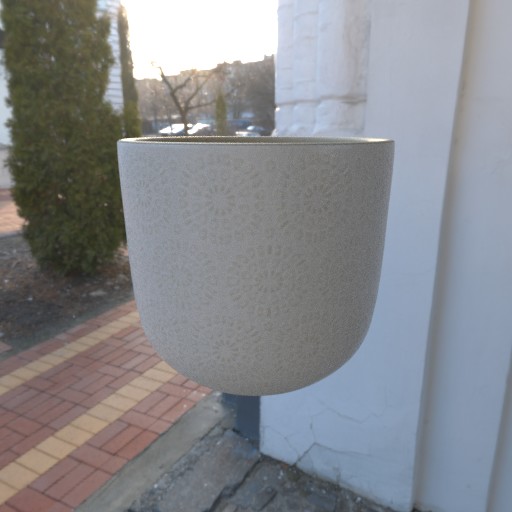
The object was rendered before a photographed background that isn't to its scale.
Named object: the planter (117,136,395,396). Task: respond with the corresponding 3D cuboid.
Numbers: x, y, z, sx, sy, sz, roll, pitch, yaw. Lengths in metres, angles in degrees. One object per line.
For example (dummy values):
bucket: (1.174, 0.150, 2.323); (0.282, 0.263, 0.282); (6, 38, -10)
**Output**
planter: (0.000, 0.000, 0.371); (0.208, 0.190, 0.208); (0, 16, 0)
